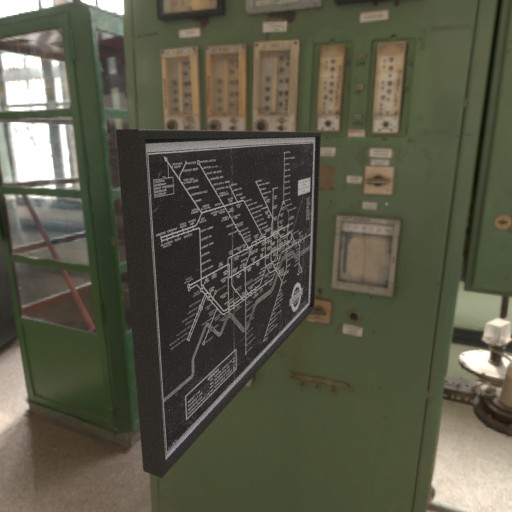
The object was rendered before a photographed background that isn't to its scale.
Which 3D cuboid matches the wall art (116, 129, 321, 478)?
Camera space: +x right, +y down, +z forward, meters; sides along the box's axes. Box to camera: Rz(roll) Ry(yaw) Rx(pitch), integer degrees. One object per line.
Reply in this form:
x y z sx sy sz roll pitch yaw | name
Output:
0.000 0.000 0.556 0.021 0.301 0.443 7 17 24 | wall art
